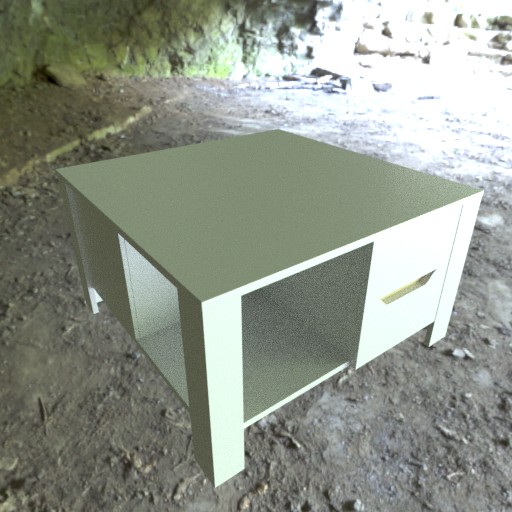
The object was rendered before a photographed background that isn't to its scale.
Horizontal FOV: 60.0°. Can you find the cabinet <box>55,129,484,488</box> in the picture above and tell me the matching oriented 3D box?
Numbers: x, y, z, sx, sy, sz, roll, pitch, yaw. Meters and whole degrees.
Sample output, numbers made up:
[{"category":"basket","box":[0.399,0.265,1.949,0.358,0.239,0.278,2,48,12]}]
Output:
[{"category":"cabinet","box":[0.000,0.000,1.271,0.800,0.460,0.800,-20,35,-31]}]
